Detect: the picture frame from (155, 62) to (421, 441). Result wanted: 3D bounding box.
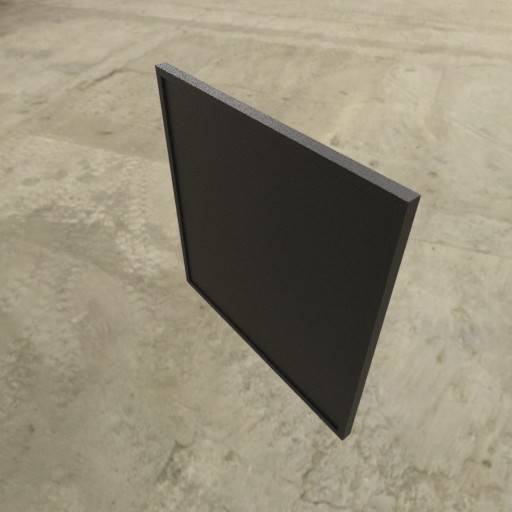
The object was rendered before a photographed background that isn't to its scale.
[{"bbox_3d":[0.000,0.000,1.161,0.032,0.775,0.775,-28,49,-28],"label":"picture frame"}]
